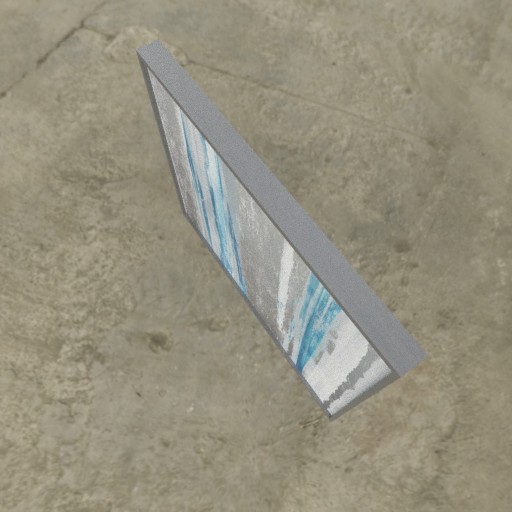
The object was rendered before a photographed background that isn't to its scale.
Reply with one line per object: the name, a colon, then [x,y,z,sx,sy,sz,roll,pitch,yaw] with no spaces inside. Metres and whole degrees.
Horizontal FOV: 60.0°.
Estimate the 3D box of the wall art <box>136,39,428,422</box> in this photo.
wall art: [0.000,0.000,0.741,0.037,0.450,0.557,-32,68,-14]
